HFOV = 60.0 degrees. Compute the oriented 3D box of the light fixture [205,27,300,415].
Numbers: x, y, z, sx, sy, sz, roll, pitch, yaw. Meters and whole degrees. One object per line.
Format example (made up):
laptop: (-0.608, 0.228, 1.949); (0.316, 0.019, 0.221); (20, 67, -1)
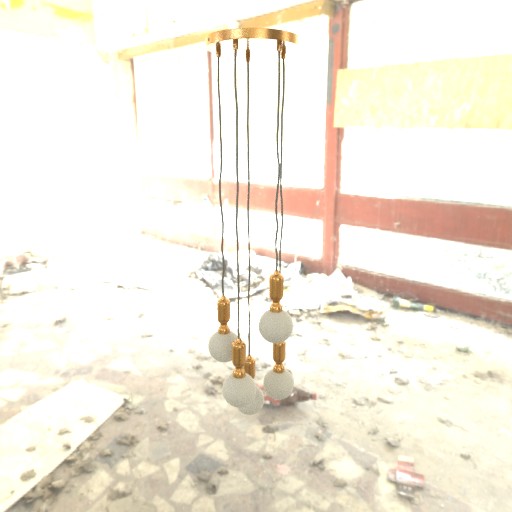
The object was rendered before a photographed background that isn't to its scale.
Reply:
light fixture: (0.000, 0.000, 0.510); (0.105, 0.457, 0.108); (-7, 17, -26)
